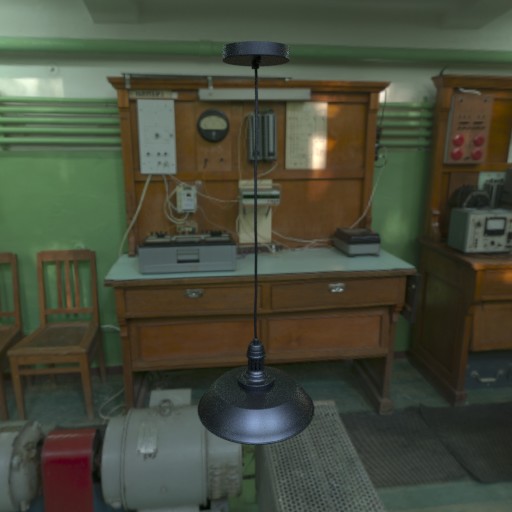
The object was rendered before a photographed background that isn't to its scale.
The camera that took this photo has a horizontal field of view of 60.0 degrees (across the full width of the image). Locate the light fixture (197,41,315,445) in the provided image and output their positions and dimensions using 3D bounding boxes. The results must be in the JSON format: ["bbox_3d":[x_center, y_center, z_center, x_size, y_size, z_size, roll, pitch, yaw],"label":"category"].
[{"bbox_3d":[0.000,0.000,1.151,0.331,0.993,0.331,-2,15,-8],"label":"light fixture"}]
